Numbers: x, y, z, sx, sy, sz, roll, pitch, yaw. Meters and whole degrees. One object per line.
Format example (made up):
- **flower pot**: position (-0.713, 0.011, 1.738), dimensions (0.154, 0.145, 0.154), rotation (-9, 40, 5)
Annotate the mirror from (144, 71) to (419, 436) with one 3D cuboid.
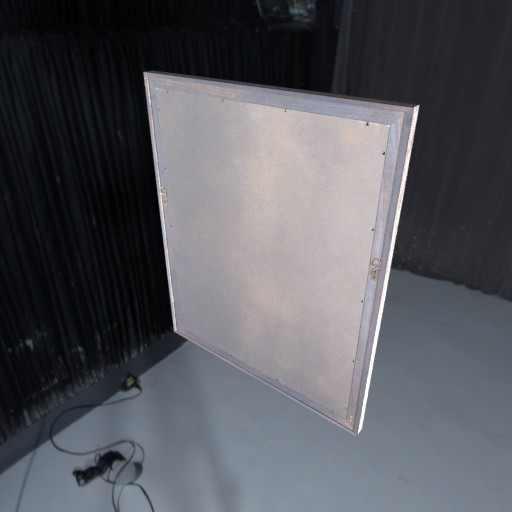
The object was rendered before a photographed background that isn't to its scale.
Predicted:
- **mirror**: position (0.000, 0.000, 1.212), dimensions (0.730, 0.882, 0.032), rotation (21, 36, 32)
